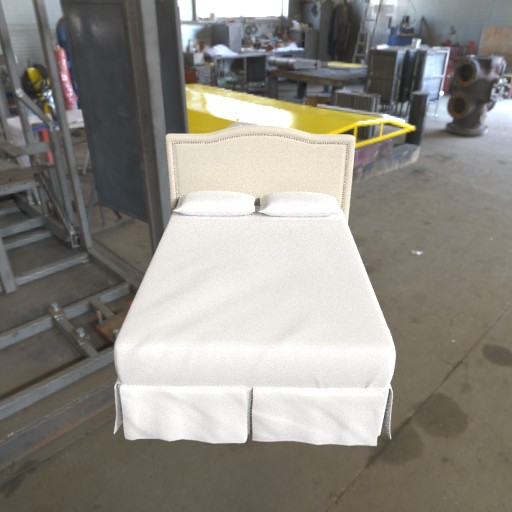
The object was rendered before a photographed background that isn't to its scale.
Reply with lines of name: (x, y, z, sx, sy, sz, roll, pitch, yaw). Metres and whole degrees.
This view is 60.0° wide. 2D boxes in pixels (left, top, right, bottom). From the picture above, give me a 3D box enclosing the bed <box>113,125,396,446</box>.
bed: (0.000, 0.000, 3.305, 1.741, 1.449, 2.196, 0, 29, 1)
